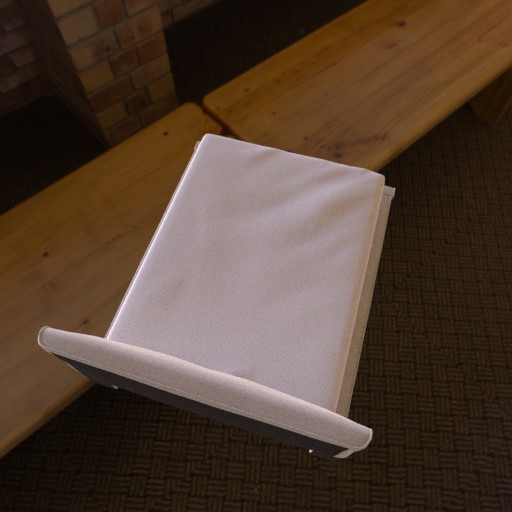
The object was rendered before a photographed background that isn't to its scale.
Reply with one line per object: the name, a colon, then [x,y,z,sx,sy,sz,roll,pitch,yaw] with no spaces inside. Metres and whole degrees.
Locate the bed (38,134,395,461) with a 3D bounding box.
bed: [0.000,0.000,3.451,1.980,1.126,2.498,15,63,8]
